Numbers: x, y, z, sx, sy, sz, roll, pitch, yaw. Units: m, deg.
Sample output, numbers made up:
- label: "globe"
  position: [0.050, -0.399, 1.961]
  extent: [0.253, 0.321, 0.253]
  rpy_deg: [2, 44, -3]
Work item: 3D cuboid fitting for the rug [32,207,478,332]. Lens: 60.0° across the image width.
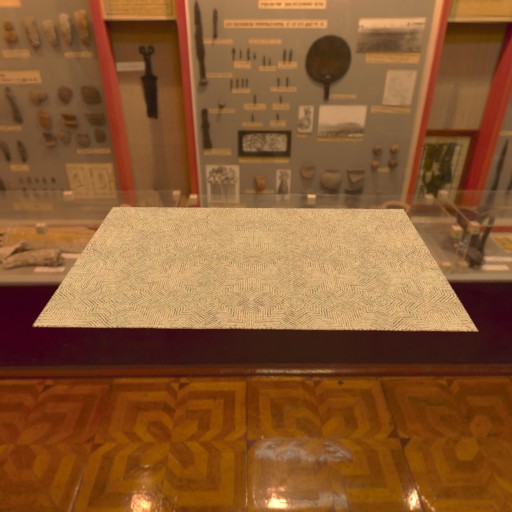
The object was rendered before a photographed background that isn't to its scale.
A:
- label: "rug"
  position: [0.000, 0.000, 3.056]
  extent: [2.428, 0.007, 1.519]
  rpy_deg: [0, 32, 1]
